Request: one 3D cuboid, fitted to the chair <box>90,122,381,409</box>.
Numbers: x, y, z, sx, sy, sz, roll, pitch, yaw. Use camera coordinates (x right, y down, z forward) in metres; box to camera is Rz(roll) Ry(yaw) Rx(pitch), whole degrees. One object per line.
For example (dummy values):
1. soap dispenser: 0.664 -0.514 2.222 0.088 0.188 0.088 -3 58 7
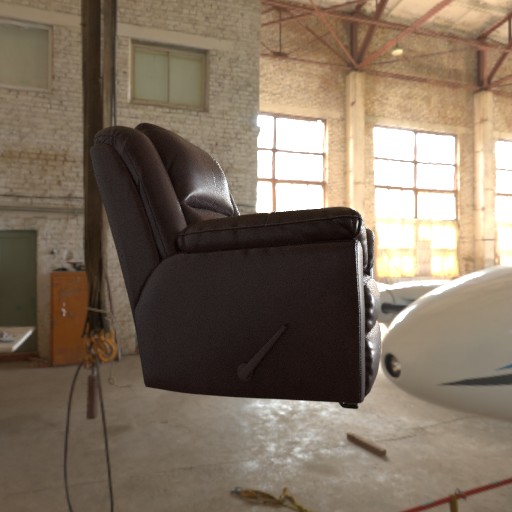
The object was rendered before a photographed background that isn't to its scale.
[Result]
1. chair: 0.000 0.000 1.916 1.041 1.093 0.990 0 -1 17
